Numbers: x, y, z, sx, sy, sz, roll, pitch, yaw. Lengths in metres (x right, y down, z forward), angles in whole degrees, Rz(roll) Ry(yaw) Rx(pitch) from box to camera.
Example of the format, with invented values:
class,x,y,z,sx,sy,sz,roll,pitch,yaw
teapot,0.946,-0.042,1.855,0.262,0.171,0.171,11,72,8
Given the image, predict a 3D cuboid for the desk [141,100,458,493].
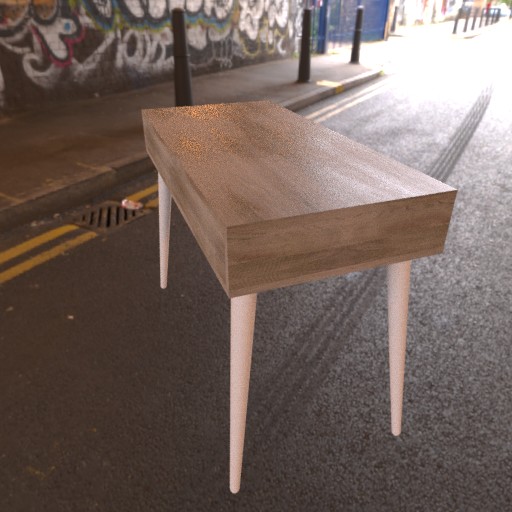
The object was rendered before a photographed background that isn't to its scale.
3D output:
class,x,y,z,sx,sy,sz,roll,pitch,yaw
desk,0.000,0.000,1.366,0.491,0.723,0.979,-11,31,-18
